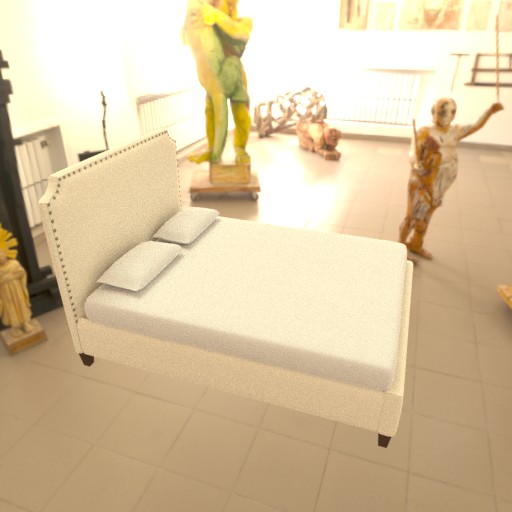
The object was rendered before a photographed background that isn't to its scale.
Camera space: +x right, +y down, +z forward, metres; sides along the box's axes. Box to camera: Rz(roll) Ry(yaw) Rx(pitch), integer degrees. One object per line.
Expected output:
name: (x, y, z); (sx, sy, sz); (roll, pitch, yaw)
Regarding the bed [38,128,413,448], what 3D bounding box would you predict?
bed: (0.000, 0.000, 3.426); (2.372, 1.497, 1.712); (10, 30, 17)
